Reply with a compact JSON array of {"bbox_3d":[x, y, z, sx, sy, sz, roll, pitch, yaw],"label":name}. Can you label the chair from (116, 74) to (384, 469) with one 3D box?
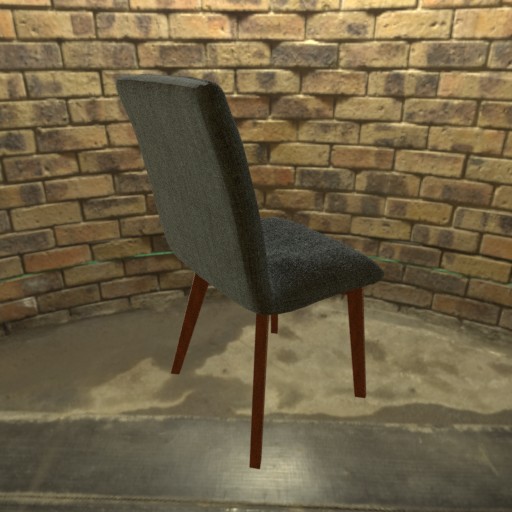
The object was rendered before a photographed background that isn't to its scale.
[{"bbox_3d":[0.000,0.000,1.269,0.563,0.974,0.522,-17,30,-32],"label":"chair"}]
